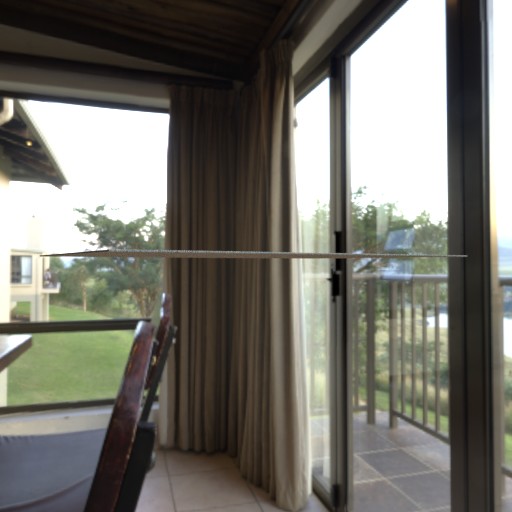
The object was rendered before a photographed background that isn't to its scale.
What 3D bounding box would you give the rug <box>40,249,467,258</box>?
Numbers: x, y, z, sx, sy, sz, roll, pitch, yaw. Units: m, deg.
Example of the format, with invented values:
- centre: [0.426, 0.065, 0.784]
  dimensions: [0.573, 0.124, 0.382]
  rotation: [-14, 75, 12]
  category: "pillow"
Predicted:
- centre: [0.000, 0.000, 2.167]
  dimensions: [1.752, 0.006, 1.142]
  rotation: [1, -1, -34]
  category: "rug"
